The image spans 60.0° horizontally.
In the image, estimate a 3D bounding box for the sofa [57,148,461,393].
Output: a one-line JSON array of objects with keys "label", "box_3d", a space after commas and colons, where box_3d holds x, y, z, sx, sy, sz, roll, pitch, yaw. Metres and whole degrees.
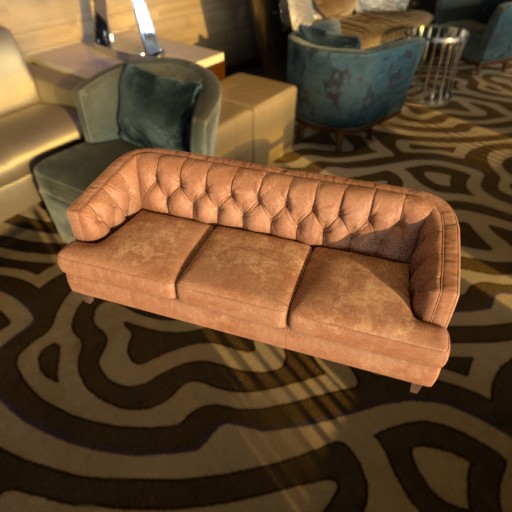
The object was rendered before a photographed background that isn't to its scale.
[{"label": "sofa", "box_3d": [0.000, 0.000, 2.720, 2.257, 0.791, 0.922, 12, 41, 15]}]
